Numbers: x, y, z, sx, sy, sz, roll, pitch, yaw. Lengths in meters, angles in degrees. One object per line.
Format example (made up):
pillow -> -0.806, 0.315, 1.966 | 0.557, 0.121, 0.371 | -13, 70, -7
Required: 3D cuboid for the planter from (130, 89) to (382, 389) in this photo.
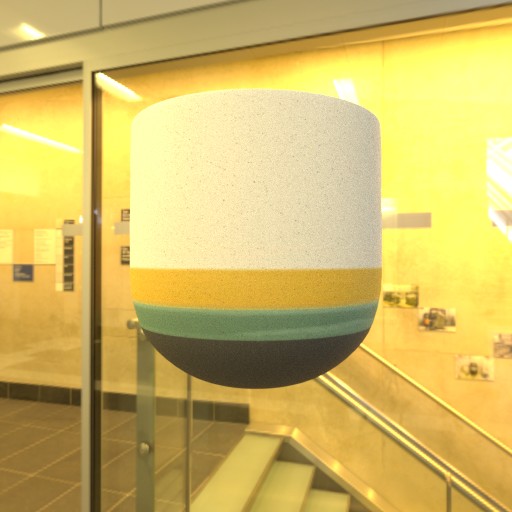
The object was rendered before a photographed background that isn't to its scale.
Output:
planter -> 0.000, 0.000, 0.490 | 0.268, 0.270, 0.268 | 0, 0, 0
